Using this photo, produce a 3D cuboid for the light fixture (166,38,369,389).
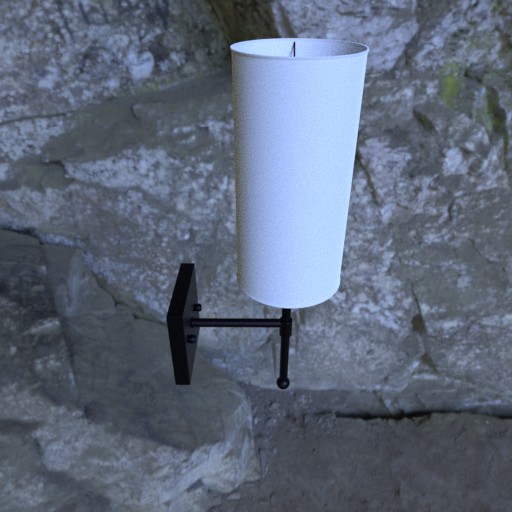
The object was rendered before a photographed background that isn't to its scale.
[{"bbox_3d":[0.000,0.000,0.536,0.208,0.462,0.128,0,32,0],"label":"light fixture"}]
